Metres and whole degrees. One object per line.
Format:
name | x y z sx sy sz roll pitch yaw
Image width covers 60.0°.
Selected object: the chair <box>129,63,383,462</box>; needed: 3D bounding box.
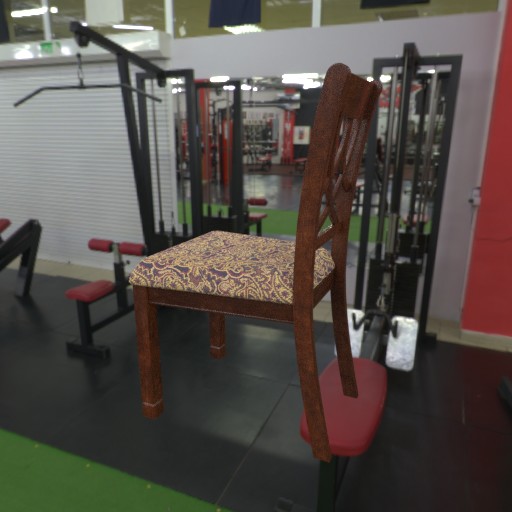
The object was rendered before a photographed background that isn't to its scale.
chair | 0.000 0.000 1.291 0.584 0.965 0.457 7 18 24
